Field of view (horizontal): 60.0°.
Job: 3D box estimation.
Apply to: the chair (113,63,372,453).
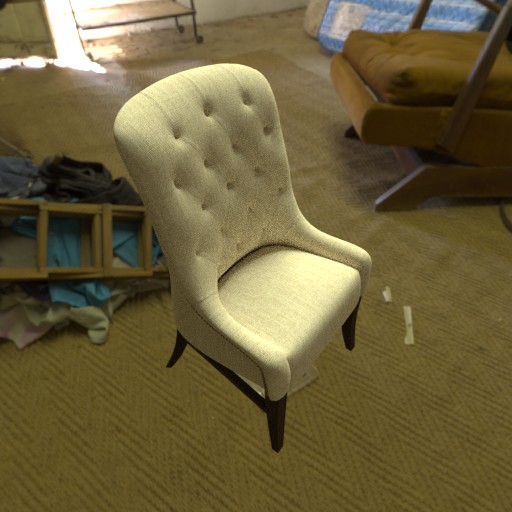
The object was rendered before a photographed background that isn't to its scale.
[{"bbox_3d":[0.000,0.000,1.500,0.629,1.091,0.634,26,47,27],"label":"chair"}]
